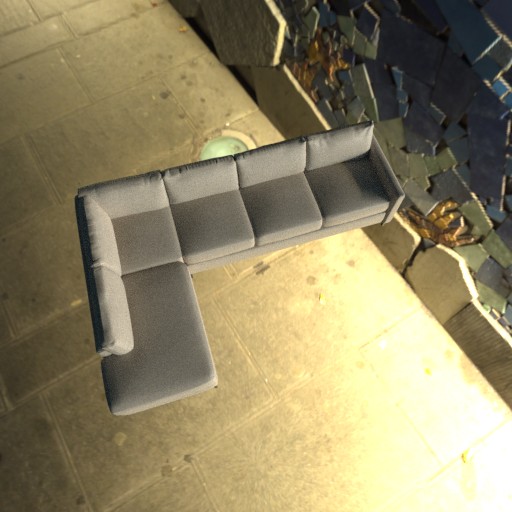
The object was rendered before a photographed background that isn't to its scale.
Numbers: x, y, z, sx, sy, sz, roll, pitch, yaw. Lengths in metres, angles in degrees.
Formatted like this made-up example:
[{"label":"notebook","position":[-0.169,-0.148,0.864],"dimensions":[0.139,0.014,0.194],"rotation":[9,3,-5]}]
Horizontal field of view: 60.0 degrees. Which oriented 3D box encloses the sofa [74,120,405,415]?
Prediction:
[{"label":"sofa","position":[0.000,0.000,3.273],"dimensions":[2.423,0.703,1.617],"rotation":[-15,66,-7]}]
